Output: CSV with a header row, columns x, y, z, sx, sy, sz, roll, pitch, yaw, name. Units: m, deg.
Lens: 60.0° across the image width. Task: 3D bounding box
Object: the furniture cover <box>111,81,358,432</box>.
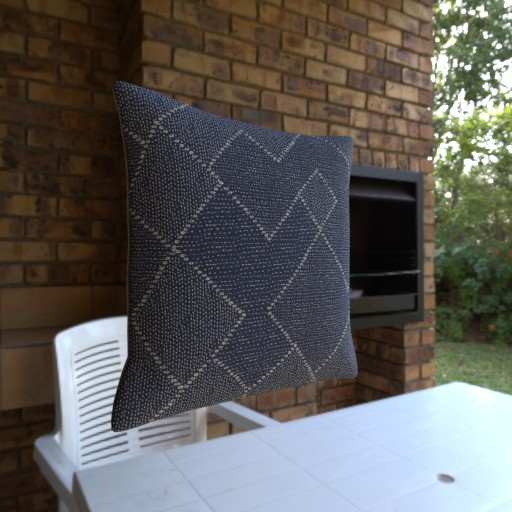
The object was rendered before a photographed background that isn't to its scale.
x,y,z,sx,sy,sz,roll,pitch,yaw,name
0.000,0.000,0.782,0.511,0.503,0.162,0,0,-36,furniture cover
